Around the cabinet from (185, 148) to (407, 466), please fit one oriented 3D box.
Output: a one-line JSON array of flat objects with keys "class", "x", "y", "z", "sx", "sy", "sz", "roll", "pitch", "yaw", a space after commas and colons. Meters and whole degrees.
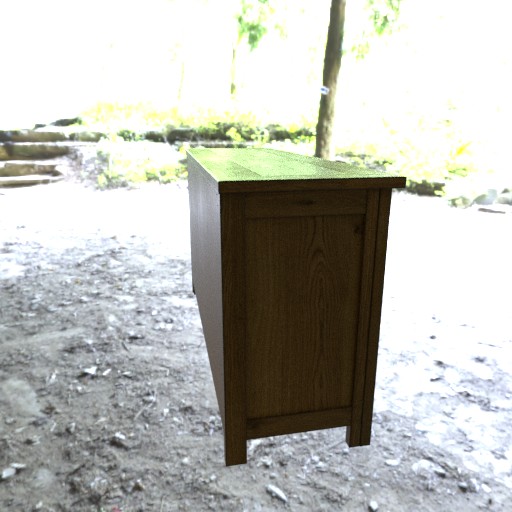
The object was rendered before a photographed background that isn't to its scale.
[{"class": "cabinet", "x": 0.000, "y": 0.000, "z": 1.867, "sx": 0.480, "sy": 0.813, "sz": 1.474, "roll": -3, "pitch": 17, "yaw": -11}]
